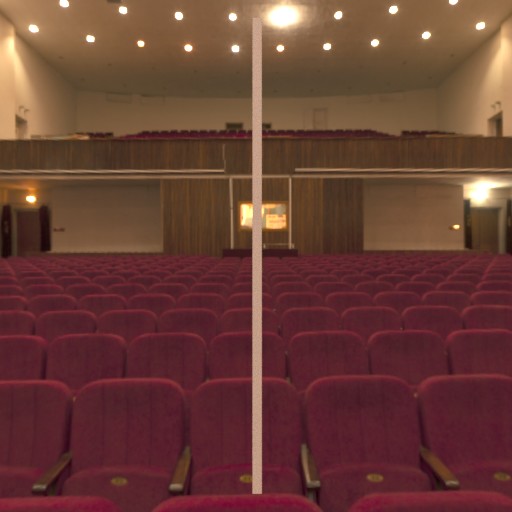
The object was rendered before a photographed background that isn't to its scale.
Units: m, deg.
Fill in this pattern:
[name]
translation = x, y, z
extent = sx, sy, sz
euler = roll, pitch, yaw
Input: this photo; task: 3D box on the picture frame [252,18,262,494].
[picture frame]
translation = 0.000, 0.000, 0.841
extent = 0.013, 0.657, 0.457
euler = 0, 0, 0
